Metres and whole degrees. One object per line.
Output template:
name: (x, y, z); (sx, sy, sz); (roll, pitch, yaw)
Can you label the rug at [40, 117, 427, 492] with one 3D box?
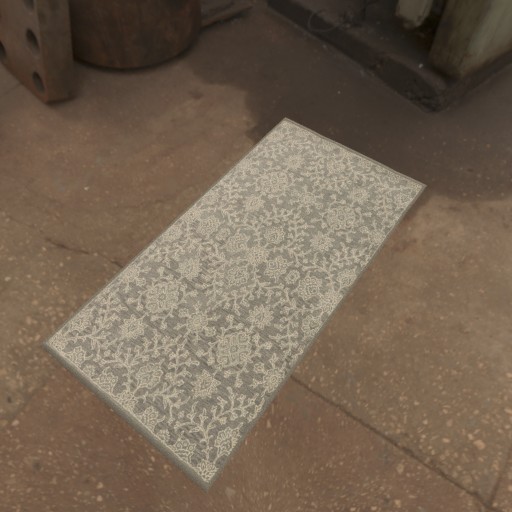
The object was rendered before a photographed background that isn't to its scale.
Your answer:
rug: (0.000, 0.000, 3.555); (1.546, 0.011, 3.048); (32, 62, 19)
